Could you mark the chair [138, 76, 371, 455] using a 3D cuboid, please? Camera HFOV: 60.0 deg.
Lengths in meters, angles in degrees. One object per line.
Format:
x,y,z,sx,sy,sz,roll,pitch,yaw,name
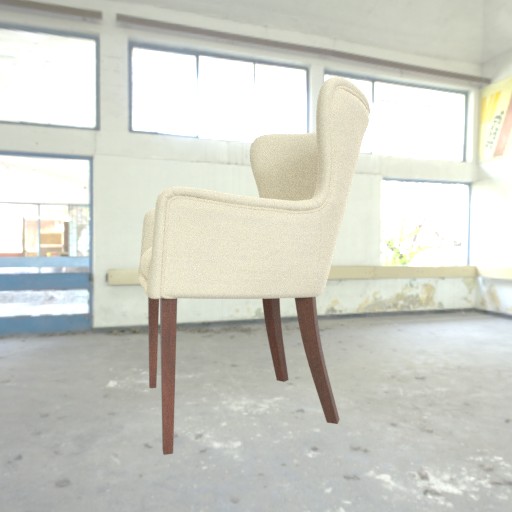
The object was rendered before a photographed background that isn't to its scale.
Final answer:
0.000,0.000,1.484,0.744,0.990,0.696,0,1,-17,chair
